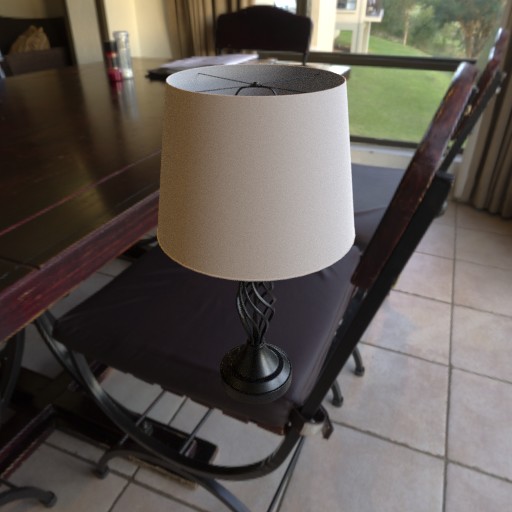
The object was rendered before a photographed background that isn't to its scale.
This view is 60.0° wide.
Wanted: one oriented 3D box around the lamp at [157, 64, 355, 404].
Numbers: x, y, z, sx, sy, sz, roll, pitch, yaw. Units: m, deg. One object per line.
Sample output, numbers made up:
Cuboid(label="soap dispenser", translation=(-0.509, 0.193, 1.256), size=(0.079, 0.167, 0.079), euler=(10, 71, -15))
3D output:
Cuboid(label="lamp", translation=(0.000, 0.000, 0.784), size=(0.331, 0.594, 0.331), euler=(0, 31, 0))
